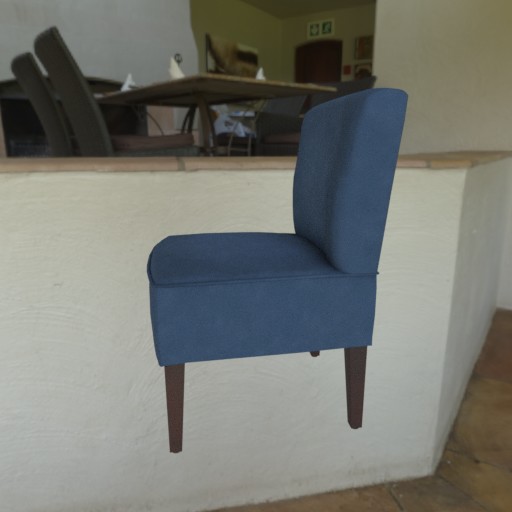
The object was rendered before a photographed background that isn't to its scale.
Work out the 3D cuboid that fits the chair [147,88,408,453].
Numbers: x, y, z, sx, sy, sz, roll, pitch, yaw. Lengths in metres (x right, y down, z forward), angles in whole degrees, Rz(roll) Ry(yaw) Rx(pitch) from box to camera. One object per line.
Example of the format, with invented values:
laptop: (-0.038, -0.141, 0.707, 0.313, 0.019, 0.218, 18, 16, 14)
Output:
chair: (0.000, 0.000, 1.172, 0.551, 0.806, 0.521, -2, 14, -7)
